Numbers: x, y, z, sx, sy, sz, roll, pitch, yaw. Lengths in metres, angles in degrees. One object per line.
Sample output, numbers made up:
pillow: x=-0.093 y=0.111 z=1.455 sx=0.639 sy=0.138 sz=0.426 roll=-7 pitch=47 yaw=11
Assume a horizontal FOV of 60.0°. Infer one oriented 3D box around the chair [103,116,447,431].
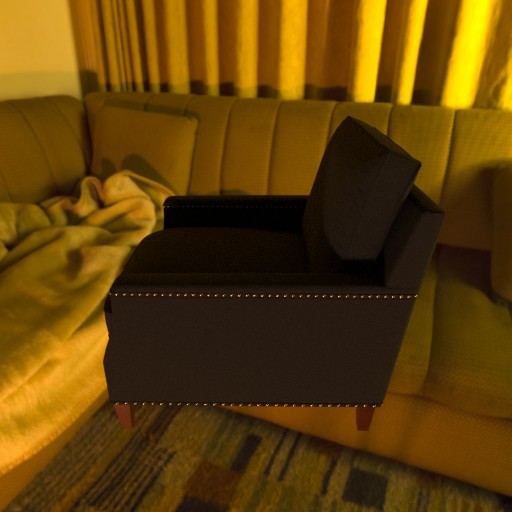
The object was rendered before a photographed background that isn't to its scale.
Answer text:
chair: x=0.000 y=0.000 z=1.681 sx=1.014 sy=0.943 sz=0.853 roll=0 pitch=26 yaw=1
